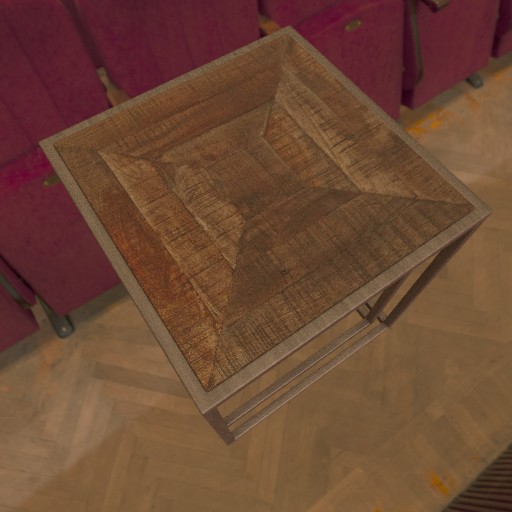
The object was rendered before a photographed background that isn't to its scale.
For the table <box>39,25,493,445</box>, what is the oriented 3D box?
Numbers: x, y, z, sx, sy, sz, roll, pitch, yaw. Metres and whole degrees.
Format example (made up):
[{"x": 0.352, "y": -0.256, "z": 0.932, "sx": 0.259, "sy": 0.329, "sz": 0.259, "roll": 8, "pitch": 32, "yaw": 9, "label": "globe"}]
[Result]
[{"x": 0.000, "y": 0.000, "z": 0.828, "sx": 0.449, "sy": 0.500, "sz": 0.450, "roll": -32, "pitch": 67, "yaw": -15, "label": "table"}]
